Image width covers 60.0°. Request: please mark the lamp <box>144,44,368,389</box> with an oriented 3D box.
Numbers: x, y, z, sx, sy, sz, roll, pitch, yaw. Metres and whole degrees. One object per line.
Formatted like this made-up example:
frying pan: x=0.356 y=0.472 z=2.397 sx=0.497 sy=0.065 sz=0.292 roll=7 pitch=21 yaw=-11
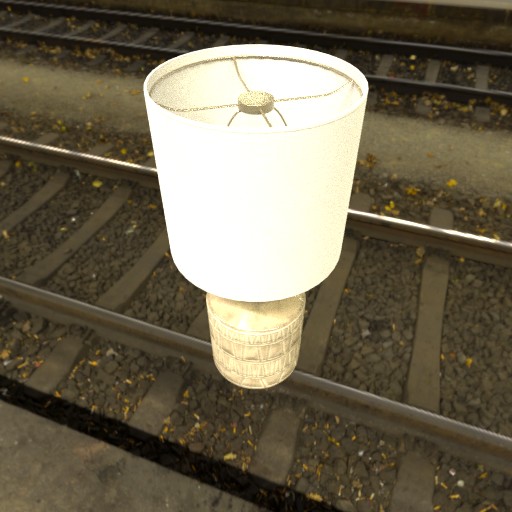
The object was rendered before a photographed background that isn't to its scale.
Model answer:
lamp: x=0.000 y=0.000 z=0.575 sx=0.211 sy=0.455 sz=0.211 roll=0 pitch=42 yaw=0
